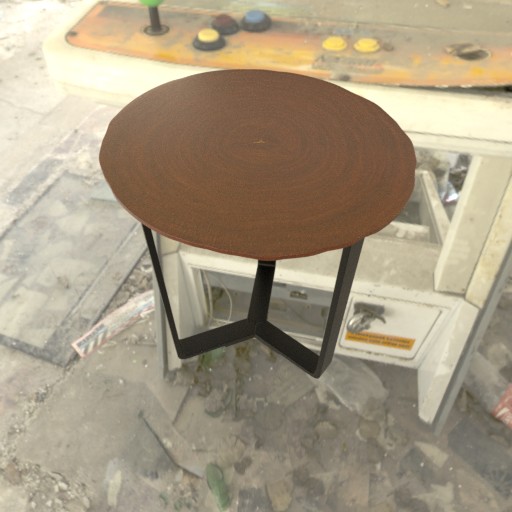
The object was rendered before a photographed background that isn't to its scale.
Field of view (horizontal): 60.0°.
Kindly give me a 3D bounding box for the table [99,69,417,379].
[{"bbox_3d":[0.000,0.000,0.741,0.410,0.450,0.380,31,56,24],"label":"table"}]
